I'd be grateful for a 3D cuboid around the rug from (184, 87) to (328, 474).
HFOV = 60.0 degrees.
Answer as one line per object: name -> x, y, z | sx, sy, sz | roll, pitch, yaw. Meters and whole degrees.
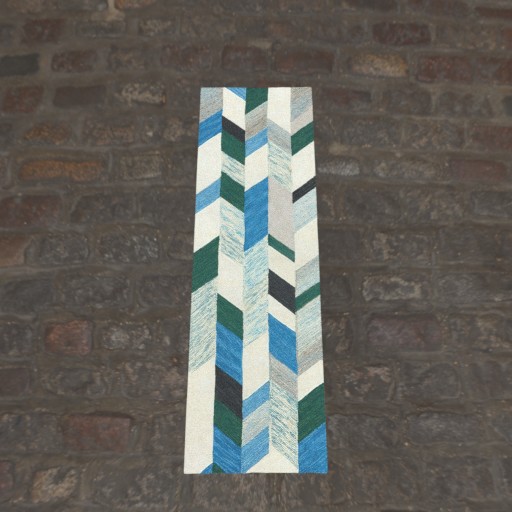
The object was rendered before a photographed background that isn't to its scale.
rug -> 0.000, 0.000, 2.722 | 0.774, 0.008, 2.437 | 0, 74, 0
